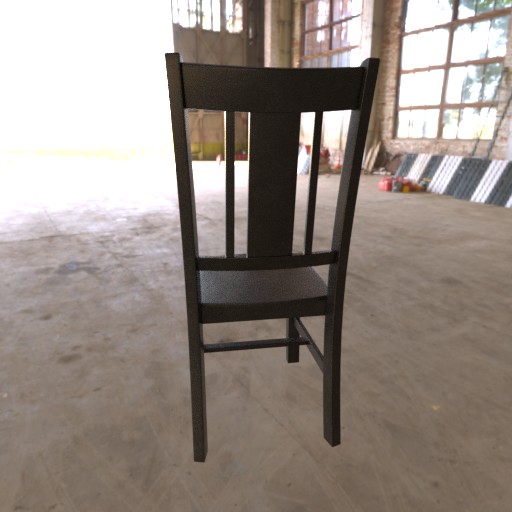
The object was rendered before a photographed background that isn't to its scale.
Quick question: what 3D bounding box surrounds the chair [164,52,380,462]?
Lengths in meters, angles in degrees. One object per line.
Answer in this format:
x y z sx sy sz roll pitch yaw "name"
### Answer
0.000 0.000 1.283 0.450 0.998 0.555 -3 16 -9 "chair"
